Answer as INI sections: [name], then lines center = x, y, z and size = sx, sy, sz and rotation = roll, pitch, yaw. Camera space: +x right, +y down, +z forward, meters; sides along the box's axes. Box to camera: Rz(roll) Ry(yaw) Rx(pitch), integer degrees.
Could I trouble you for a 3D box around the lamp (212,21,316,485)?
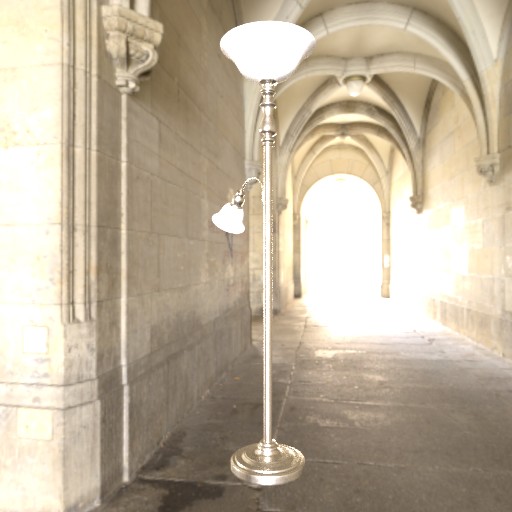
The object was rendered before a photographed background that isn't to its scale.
[lamp]
center = 0.000, 0.000, 1.951
size = 0.405, 1.785, 0.575
rotation = 0, -1, -36
